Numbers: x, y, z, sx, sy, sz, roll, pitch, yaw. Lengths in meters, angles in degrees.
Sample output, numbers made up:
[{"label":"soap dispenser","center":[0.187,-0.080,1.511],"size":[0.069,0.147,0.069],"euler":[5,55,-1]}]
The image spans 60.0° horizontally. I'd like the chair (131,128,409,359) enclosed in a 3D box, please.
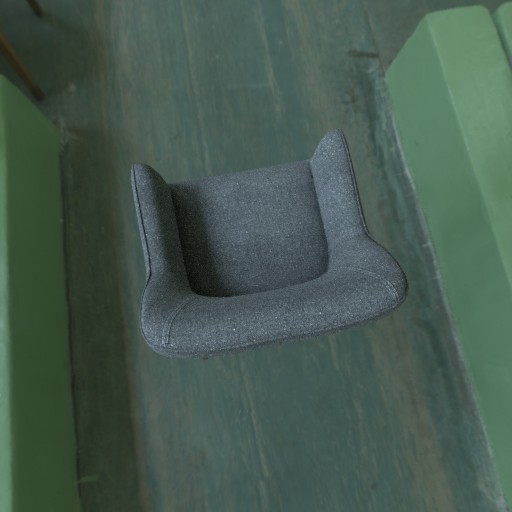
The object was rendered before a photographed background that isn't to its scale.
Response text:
[{"label":"chair","center":[0.000,0.000,1.185],"size":[0.543,0.803,0.519],"euler":[-10,75,-3]}]
